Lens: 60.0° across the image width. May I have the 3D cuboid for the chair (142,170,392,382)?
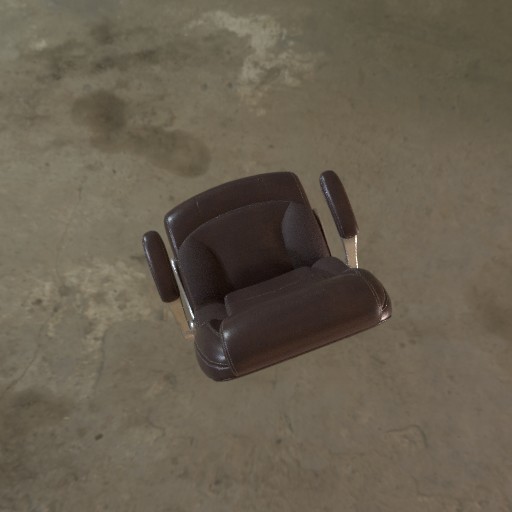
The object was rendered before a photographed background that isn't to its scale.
[{"bbox_3d":[0.000,0.000,1.654,0.733,1.160,0.774,-19,77,-5],"label":"chair"}]
